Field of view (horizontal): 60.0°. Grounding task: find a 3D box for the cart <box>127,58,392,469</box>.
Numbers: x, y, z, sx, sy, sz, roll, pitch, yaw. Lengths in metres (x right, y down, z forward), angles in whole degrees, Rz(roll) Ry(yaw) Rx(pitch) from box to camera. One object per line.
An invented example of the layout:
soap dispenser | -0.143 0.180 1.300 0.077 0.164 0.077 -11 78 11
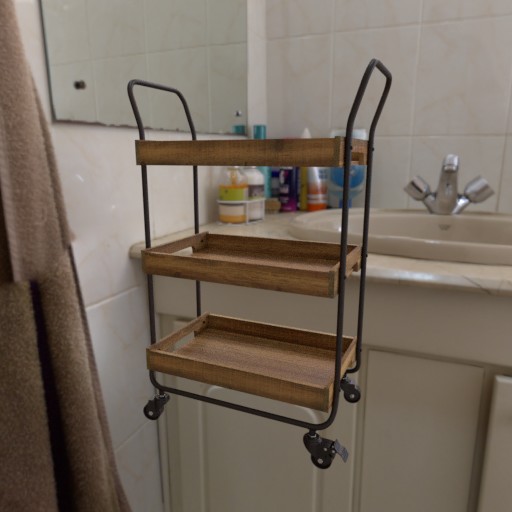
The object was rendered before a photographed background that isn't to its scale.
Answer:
cart | 0.000 0.000 1.119 0.583 0.857 0.339 6 14 24
